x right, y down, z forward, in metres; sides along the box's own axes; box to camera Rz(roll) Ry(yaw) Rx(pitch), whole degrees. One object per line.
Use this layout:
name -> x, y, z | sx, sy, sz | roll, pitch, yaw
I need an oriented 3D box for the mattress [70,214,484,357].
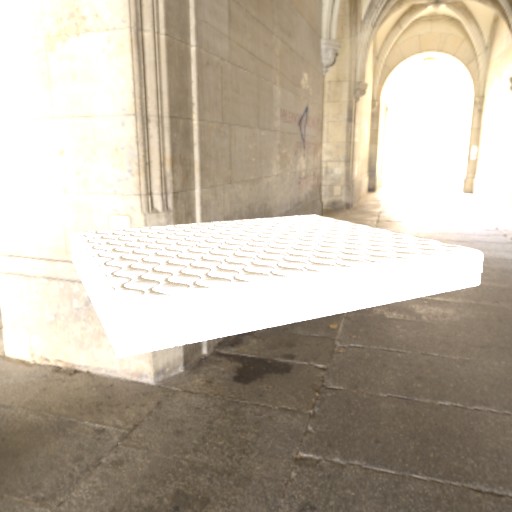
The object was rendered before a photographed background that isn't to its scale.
mattress -> 0.000, 0.000, 2.616 | 1.900, 0.200, 1.600 | -7, 15, -26
